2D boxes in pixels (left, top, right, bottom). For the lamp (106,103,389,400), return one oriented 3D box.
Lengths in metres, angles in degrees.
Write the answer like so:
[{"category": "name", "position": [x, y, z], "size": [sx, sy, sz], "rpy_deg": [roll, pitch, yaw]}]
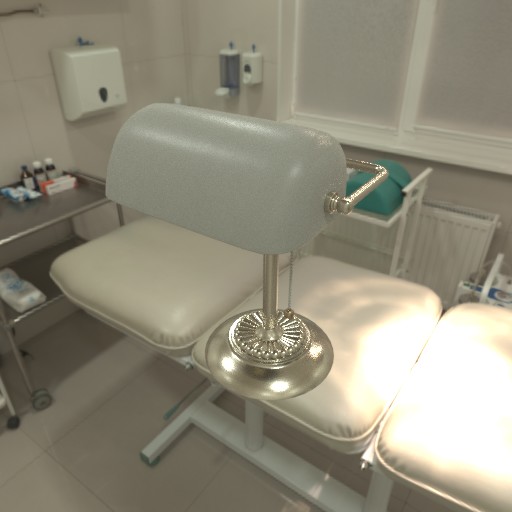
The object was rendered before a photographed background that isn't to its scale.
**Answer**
[{"category": "lamp", "position": [0.000, 0.000, 0.510], "size": [0.264, 0.339, 0.243], "rpy_deg": [20, 37, 29]}]
